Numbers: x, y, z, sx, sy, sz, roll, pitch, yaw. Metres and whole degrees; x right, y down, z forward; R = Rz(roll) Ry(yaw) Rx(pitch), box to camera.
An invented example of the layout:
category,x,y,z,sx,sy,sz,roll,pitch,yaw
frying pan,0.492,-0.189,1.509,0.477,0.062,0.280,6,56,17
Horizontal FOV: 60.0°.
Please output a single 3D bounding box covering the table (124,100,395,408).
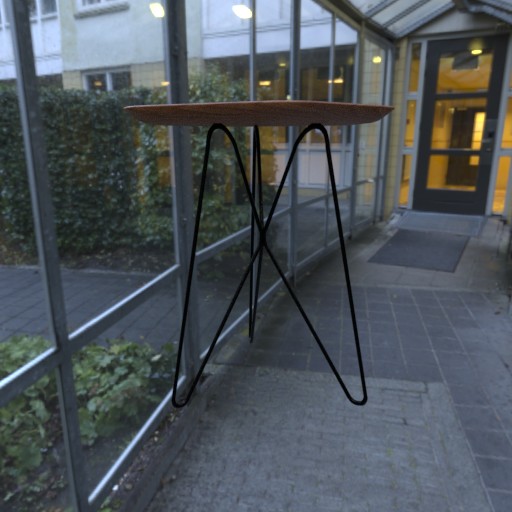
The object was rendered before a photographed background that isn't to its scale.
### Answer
category,x,y,z,sx,sy,sz,roll,pitch,yaw
table,0.000,0.000,0.899,0.500,0.562,0.400,7,16,25
